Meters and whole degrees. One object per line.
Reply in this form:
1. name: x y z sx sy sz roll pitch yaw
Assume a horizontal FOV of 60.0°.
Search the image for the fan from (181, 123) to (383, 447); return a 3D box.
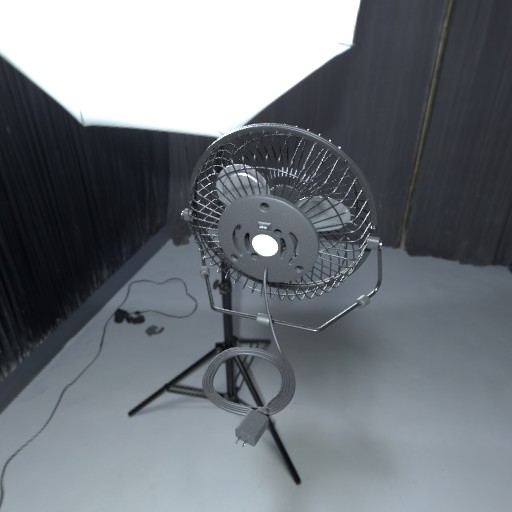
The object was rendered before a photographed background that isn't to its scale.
1. fan: 0.000 0.000 0.369 0.209 0.188 0.227 10 33 15
